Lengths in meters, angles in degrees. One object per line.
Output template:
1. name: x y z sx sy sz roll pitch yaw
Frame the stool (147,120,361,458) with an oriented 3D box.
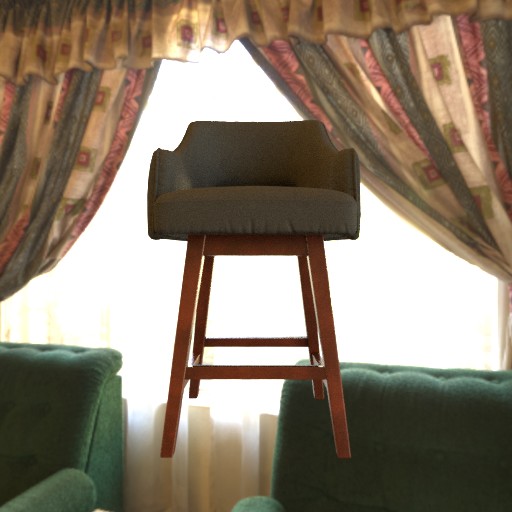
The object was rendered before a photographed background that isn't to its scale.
1. stool: 0.000 0.000 1.250 0.548 0.912 0.558 0 0 0
